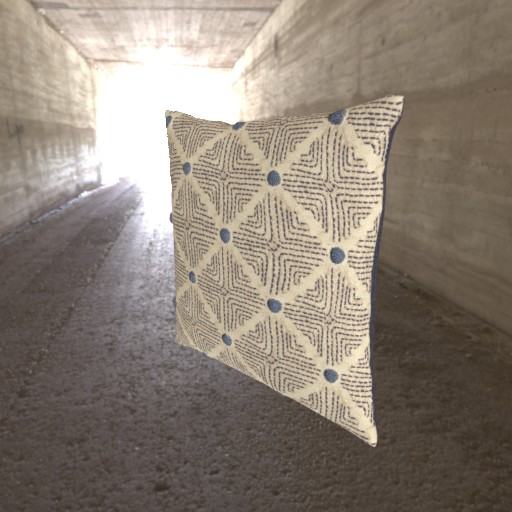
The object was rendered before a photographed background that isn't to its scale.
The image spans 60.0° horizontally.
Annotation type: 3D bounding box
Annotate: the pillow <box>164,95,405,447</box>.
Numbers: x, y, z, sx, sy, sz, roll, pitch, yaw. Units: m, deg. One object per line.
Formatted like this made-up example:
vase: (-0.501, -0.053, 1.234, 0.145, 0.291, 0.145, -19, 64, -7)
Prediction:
pillow: (0.000, 0.000, 0.780, 0.510, 0.510, 0.145, 15, 21, 42)
